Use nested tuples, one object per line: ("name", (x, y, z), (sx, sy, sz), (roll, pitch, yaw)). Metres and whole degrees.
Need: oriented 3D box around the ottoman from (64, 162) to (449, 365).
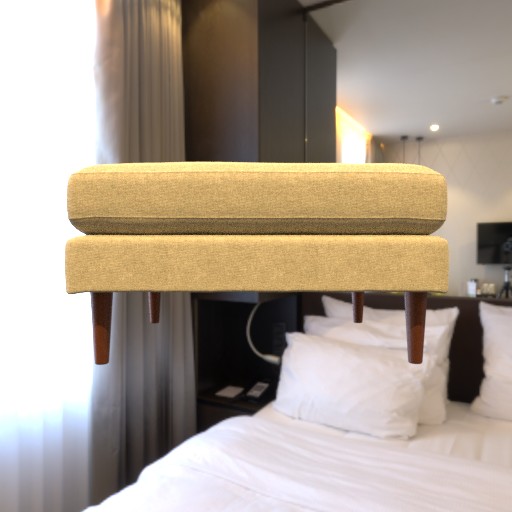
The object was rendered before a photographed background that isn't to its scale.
("ottoman", (0.000, 0.000, 1.268), (0.821, 0.474, 0.693), (0, 1, -1))
